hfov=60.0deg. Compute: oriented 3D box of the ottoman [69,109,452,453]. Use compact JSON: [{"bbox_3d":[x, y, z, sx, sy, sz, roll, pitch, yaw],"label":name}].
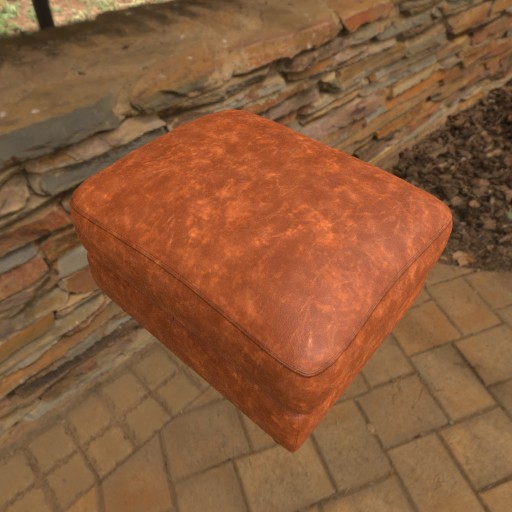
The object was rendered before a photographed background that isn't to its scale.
[{"bbox_3d":[0.000,0.000,1.247,0.832,0.562,0.657,32,54,27],"label":"ottoman"}]
